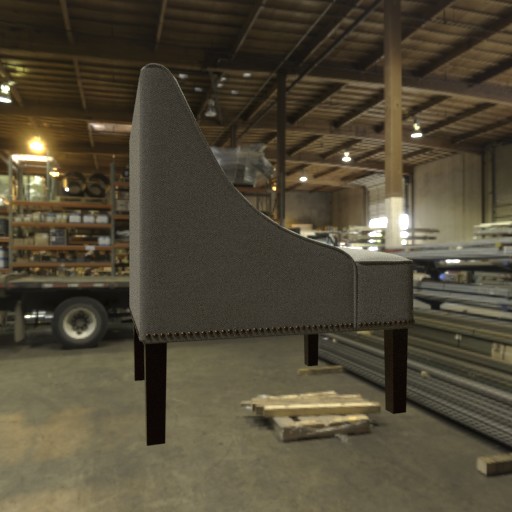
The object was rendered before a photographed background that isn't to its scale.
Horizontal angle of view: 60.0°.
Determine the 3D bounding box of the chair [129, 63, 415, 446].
[{"bbox_3d":[0.000,0.000,1.393,0.748,0.872,0.628,0,0,-18],"label":"chair"}]
